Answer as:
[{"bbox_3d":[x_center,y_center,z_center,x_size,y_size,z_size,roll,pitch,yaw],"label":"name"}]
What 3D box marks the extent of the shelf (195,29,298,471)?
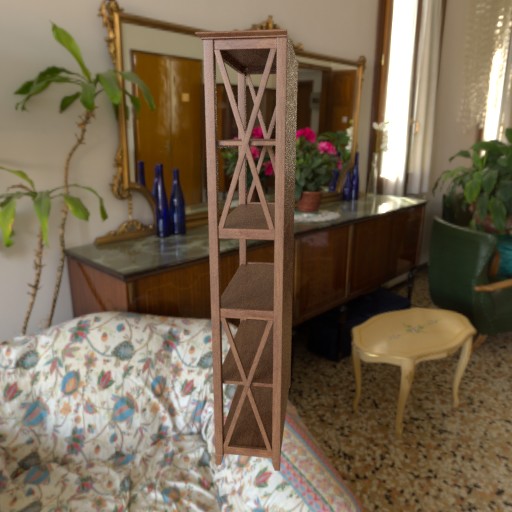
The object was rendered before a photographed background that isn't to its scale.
[{"bbox_3d":[0.000,0.000,2.233,0.335,1.905,0.805,2,16,8],"label":"shelf"}]
